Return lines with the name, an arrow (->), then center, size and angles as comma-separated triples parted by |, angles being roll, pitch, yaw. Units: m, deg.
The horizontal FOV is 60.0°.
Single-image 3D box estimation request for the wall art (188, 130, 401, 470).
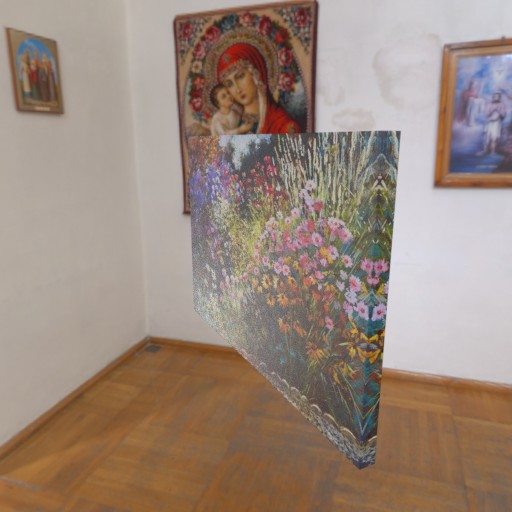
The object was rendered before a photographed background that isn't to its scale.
wall art -> 0.000, 0.000, 1.143 | 0.037, 0.604, 0.908 | -7, 16, -26
